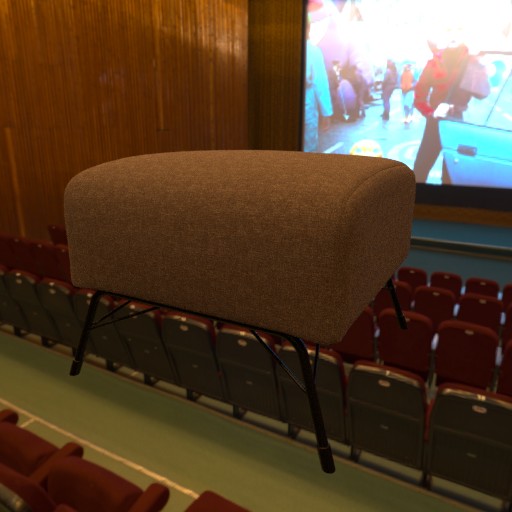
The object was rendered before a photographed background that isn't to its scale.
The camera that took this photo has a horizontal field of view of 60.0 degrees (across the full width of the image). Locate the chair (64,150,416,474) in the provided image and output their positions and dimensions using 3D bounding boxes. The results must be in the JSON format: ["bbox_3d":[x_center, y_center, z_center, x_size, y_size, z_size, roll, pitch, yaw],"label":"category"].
[{"bbox_3d":[0.000,0.000,0.888,0.530,0.410,0.530,9,18,28],"label":"chair"}]
